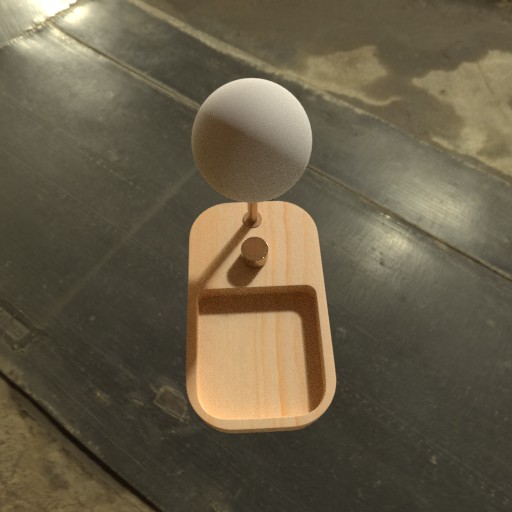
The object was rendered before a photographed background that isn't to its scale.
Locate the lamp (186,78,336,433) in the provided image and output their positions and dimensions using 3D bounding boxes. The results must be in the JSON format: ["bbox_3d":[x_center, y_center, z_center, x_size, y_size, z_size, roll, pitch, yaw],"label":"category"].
[{"bbox_3d":[0.000,0.000,0.476,0.173,0.253,0.331,-2,63,-1],"label":"lamp"}]
